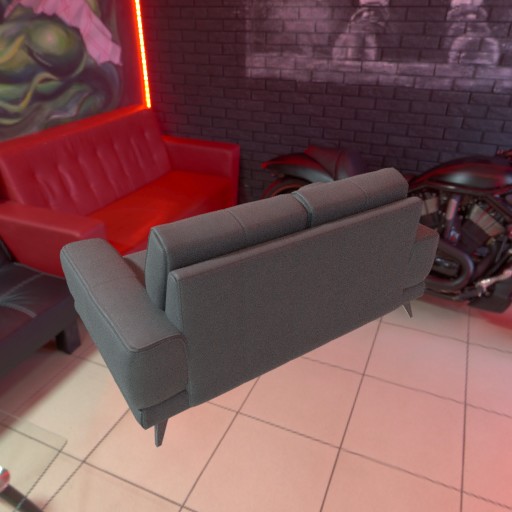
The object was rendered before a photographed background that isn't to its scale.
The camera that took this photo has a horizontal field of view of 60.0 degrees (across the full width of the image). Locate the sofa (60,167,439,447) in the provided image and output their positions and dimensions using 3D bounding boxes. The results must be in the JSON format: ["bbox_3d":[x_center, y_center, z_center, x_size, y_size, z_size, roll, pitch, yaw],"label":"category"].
[{"bbox_3d":[0.000,0.000,2.382,1.806,0.907,1.018,-18,34,-29],"label":"sofa"}]
